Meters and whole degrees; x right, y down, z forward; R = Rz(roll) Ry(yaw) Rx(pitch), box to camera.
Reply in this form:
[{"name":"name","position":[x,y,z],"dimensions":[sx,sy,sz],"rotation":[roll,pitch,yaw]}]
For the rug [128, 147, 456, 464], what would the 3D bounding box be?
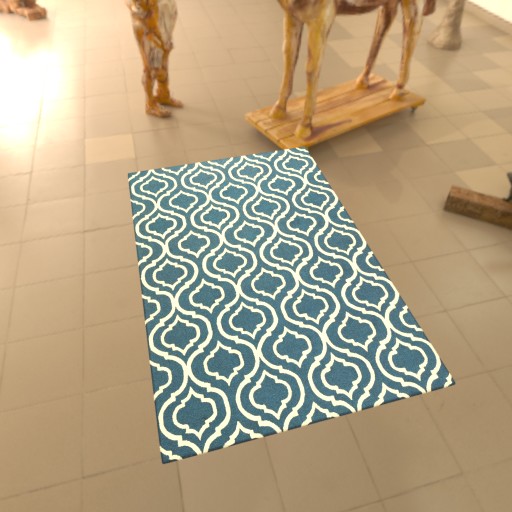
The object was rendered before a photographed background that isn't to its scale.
[{"name":"rug","position":[0.000,0.000,2.211],"dimensions":[1.143,0.010,1.753],"rotation":[-11,47,-10]}]
